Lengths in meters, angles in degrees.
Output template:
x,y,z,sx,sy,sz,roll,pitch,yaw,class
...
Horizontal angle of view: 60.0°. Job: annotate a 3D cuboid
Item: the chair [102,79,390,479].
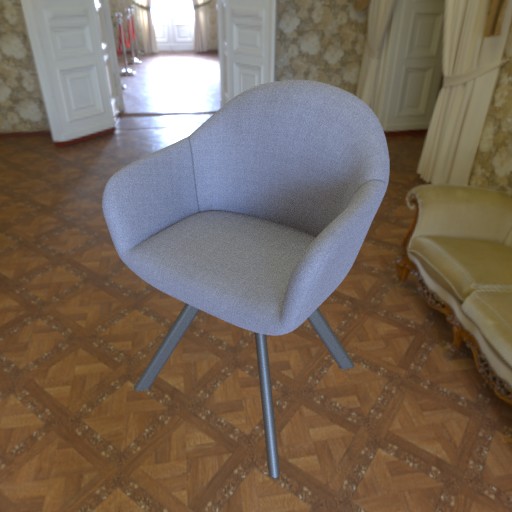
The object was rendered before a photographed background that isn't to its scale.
x,y,z,sx,sy,sz,roll,pitch,yaw,class
0.000,0.000,1.152,0.590,0.795,0.550,20,36,29,chair
